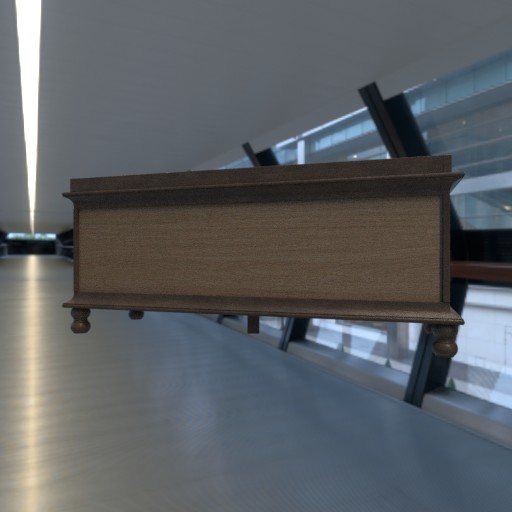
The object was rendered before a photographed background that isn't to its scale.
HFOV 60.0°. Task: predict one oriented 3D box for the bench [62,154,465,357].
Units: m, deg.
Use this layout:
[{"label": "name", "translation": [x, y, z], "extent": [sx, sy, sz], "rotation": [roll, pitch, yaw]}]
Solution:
[{"label": "bench", "translation": [0.000, 0.000, 1.439], "extent": [1.185, 0.501, 0.402], "rotation": [0, 0, 18]}]
